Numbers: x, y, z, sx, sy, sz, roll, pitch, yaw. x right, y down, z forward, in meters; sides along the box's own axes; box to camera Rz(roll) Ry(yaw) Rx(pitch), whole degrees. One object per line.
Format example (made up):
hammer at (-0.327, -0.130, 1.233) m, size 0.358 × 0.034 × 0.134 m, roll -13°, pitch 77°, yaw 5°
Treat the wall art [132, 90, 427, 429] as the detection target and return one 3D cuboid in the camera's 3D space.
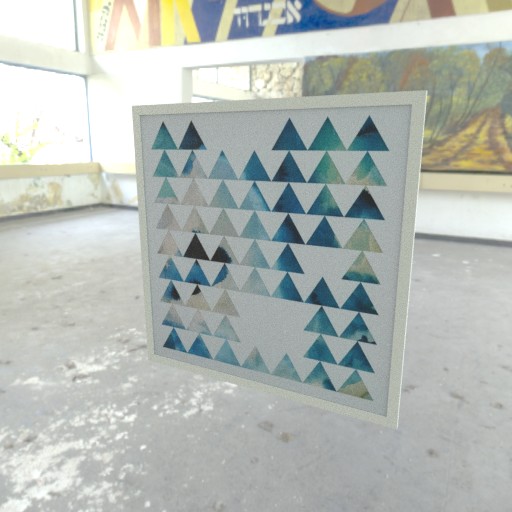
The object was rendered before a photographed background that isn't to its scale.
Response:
wall art at (0.000, 0.000, 1.210) m, size 0.809 × 0.809 × 0.012 m, roll 7°, pitch 16°, yaw 27°
